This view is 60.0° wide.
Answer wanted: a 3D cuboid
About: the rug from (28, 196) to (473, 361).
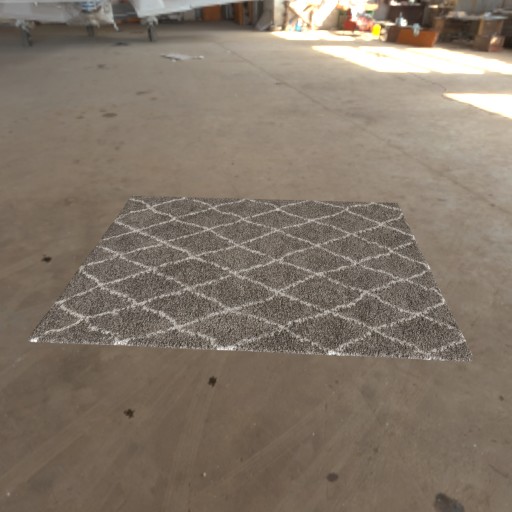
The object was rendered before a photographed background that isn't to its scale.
[{"bbox_3d":[0.000,0.000,4.037,3.047,0.029,2.438,2,32,3],"label":"rug"}]
